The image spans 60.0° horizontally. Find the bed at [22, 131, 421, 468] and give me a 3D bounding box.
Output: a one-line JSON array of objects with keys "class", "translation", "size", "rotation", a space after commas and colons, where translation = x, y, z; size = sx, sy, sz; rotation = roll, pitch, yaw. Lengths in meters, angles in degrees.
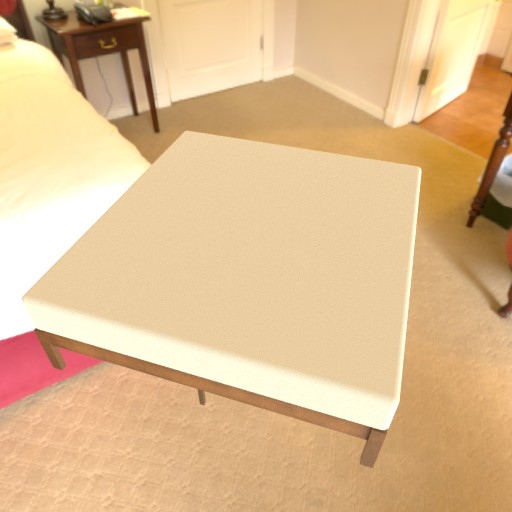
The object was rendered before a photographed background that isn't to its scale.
[{"class": "bed", "translation": [0.000, 0.000, 2.994], "size": [1.930, 0.616, 2.049], "rotation": [12, 43, 13]}]
